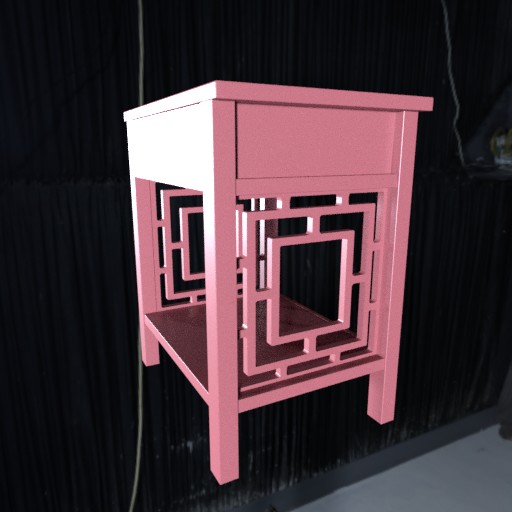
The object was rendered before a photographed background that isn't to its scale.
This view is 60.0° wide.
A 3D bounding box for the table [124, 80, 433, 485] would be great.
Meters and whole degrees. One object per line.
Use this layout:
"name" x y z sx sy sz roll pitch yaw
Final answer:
"table" 0.000 0.000 1.065 0.451 0.686 0.599 -7 15 -27
